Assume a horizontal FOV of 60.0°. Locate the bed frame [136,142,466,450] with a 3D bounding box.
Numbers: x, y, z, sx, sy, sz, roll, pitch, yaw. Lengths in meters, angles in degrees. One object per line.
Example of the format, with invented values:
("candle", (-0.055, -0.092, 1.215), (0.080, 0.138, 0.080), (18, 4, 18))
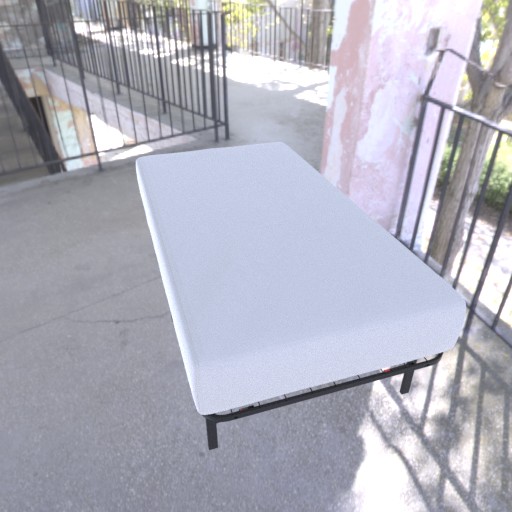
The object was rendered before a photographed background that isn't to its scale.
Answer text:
("bed frame", (0.000, 0.000, 2.348), (1.025, 0.640, 1.908), (-10, 34, -15))
